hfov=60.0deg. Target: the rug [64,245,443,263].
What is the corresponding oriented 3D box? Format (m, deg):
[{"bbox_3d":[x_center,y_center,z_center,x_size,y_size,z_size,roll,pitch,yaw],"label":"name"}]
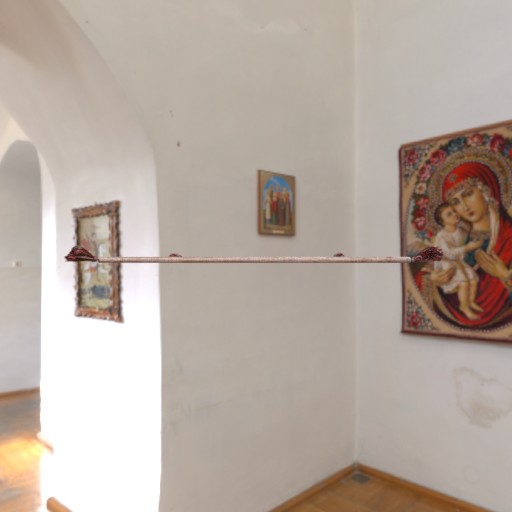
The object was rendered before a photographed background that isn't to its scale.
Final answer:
[{"bbox_3d":[0.000,0.000,2.631,1.444,0.067,2.069,0,0,0],"label":"rug"}]
